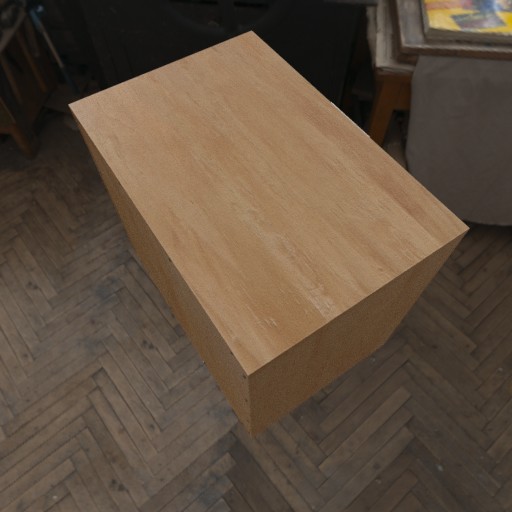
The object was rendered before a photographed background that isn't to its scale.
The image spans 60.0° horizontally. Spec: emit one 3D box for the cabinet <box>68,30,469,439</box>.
[{"bbox_3d":[0.000,0.000,0.945,0.394,0.599,0.551,-30,64,-16],"label":"cabinet"}]
